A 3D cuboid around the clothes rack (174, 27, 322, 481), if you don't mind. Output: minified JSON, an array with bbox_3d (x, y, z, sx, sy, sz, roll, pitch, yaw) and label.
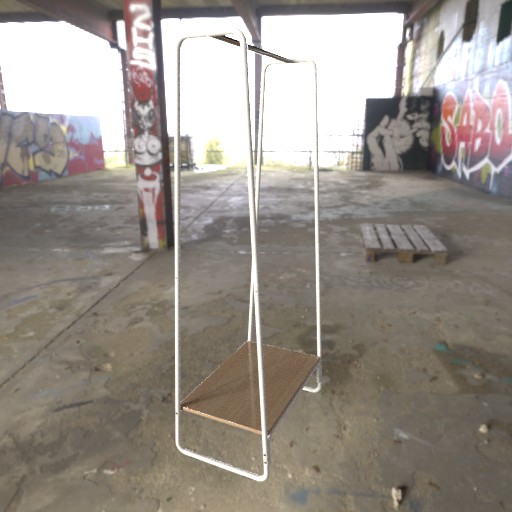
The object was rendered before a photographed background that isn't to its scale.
[{"bbox_3d":[0.000,0.000,1.735,0.400,1.500,0.640,8,18,25],"label":"clothes rack"}]
